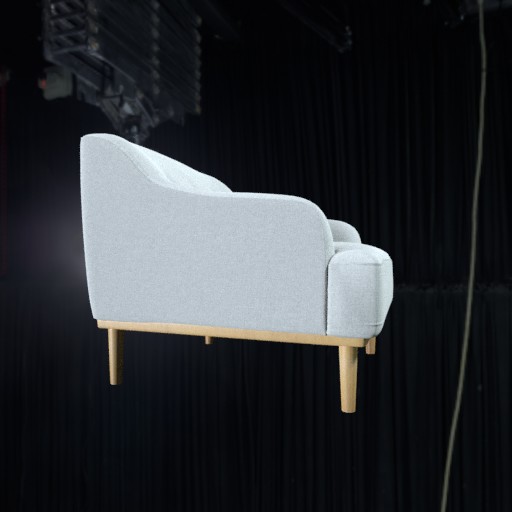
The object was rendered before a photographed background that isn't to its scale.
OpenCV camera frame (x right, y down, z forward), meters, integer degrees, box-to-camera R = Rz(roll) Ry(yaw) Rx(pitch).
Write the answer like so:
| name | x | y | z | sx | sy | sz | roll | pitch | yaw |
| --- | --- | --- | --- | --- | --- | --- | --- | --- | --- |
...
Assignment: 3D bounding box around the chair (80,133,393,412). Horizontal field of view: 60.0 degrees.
| name | x | y | z | sx | sy | sz | roll | pitch | yaw |
| --- | --- | --- | --- | --- | --- | --- | --- | --- | --- |
| chair | 0.000 | 0.000 | 1.646 | 0.951 | 0.818 | 0.946 | 0 | 0 | 19 |
